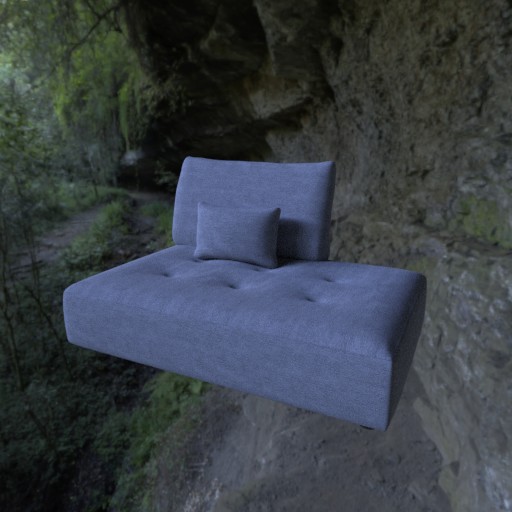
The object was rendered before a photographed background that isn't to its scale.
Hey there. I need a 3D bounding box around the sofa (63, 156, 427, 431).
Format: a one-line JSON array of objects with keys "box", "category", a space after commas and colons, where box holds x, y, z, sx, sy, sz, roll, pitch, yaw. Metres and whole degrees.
[{"box": [0.000, 0.000, 2.031, 1.450, 0.820, 1.002, 7, 17, 25], "category": "sofa"}]
